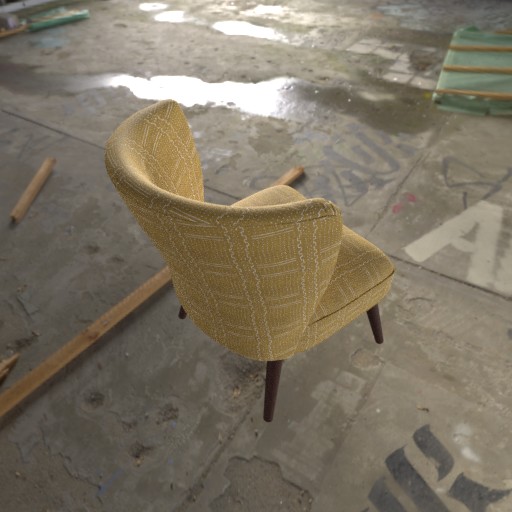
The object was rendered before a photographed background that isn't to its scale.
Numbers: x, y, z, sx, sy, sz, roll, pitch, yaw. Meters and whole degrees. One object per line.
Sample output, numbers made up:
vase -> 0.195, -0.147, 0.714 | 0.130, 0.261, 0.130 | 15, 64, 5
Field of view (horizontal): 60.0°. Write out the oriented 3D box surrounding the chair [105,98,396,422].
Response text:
chair -> 0.000, 0.000, 1.406 | 0.758, 0.866, 0.706 | -28, 49, -27
